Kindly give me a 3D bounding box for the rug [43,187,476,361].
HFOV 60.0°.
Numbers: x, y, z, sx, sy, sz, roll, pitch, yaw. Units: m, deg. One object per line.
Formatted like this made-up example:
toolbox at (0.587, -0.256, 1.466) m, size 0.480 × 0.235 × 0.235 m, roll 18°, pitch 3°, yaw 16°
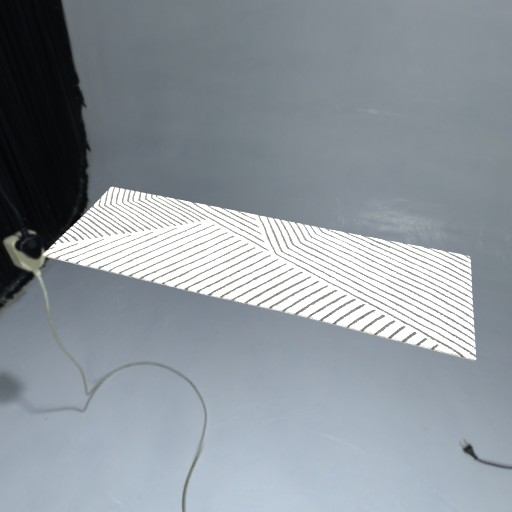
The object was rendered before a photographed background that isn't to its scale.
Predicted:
rug at (0.000, 0.000, 2.647) m, size 2.439 × 0.020 × 0.773 m, roll 12°, pitch 44°, yaw 13°
